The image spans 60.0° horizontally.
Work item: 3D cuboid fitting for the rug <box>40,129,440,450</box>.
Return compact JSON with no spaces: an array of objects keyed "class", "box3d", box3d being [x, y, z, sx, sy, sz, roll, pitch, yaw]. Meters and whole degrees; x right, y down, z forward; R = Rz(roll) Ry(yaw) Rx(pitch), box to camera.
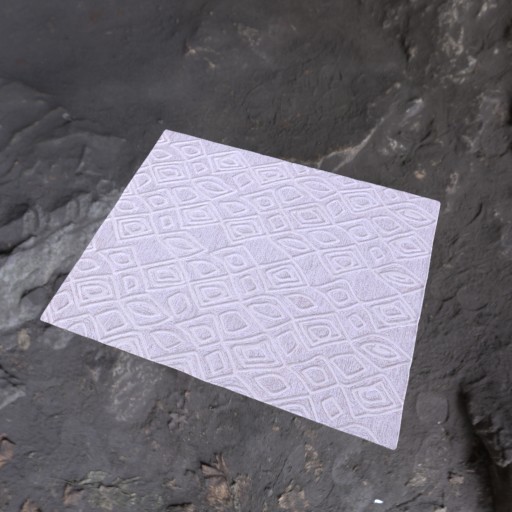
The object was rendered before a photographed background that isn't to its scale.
[{"class":"rug","box3d":[0.000,0.000,4.096,3.049,0.025,2.449,17,60,10]}]
